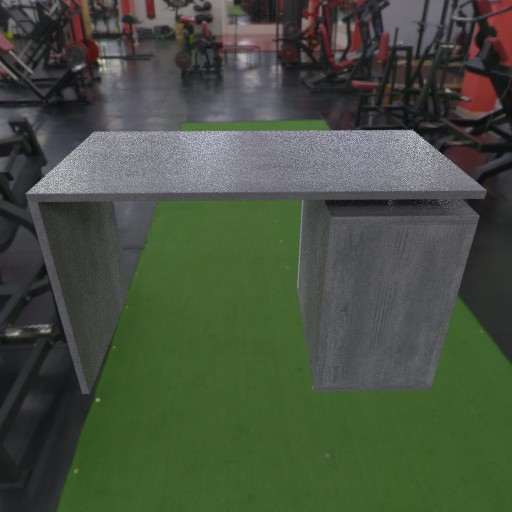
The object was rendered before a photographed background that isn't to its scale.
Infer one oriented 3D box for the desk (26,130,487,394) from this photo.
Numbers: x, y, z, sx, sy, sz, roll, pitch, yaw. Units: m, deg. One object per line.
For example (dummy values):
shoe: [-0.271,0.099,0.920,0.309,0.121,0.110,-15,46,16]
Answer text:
desk: [0.000,0.000,1.598,1.200,0.740,0.600,-1,31,-1]
